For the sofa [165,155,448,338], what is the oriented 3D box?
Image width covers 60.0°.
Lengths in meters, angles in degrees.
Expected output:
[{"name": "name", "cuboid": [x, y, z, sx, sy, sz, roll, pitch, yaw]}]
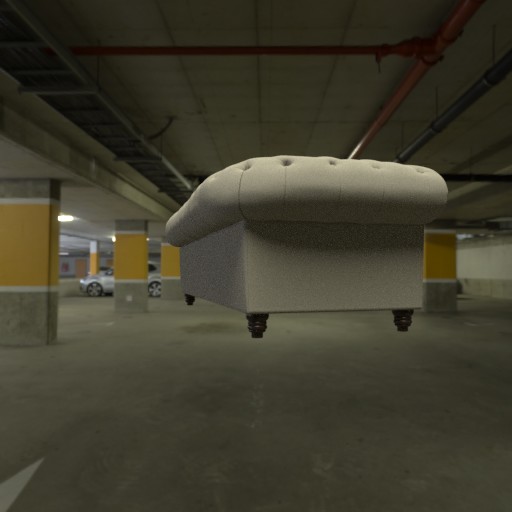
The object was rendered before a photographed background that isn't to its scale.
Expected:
[{"name": "sofa", "cuboid": [0.000, 0.000, 2.828, 0.991, 0.749, 2.411, 1, -2, -17]}]
